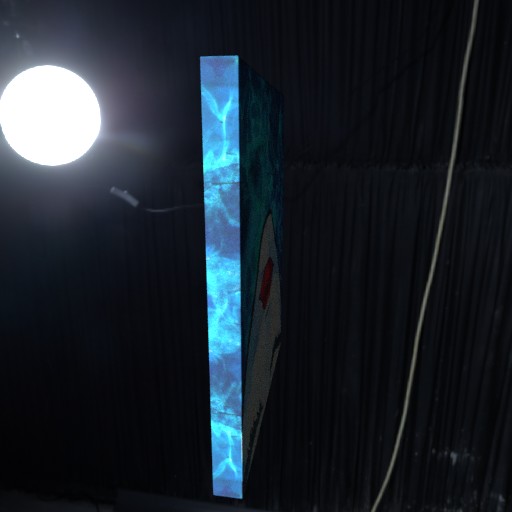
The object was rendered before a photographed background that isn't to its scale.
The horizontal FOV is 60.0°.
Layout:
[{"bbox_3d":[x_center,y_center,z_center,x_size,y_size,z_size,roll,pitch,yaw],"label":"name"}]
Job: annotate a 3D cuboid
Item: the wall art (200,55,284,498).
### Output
[{"bbox_3d":[0.000,0.000,0.692,0.038,0.508,0.432,2,15,9],"label":"wall art"}]
